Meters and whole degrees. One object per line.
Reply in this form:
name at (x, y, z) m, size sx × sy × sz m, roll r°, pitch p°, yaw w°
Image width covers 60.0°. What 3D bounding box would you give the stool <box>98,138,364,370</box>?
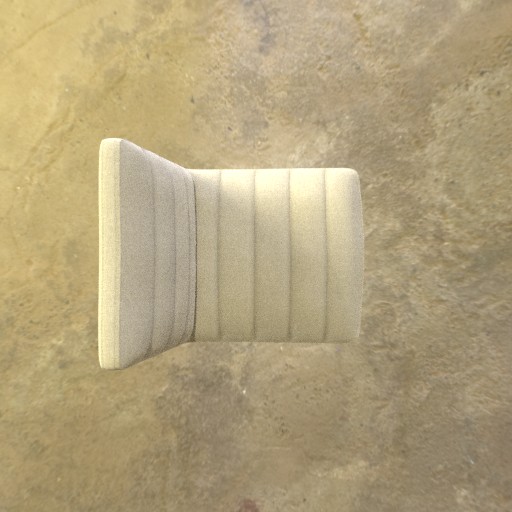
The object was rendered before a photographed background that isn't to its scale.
stool at (0.000, 0.000, 1.293) m, size 0.567 × 0.971 × 0.459 m, roll 0°, pitch 90°, yaw 2°
